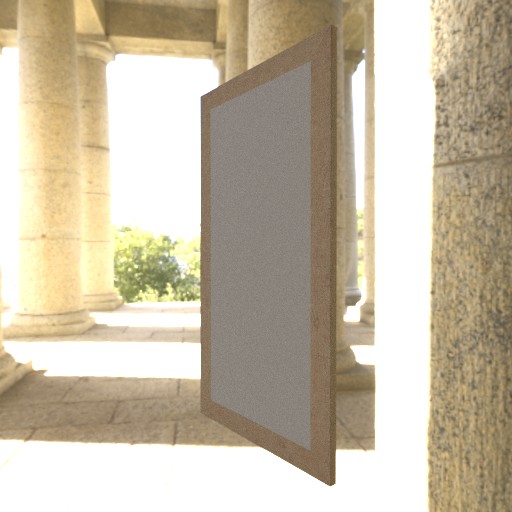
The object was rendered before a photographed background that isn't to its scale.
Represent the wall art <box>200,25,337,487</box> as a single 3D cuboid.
[{"bbox_3d":[0.000,0.000,0.810,0.013,0.683,0.381,-1,1,-37],"label":"wall art"}]
